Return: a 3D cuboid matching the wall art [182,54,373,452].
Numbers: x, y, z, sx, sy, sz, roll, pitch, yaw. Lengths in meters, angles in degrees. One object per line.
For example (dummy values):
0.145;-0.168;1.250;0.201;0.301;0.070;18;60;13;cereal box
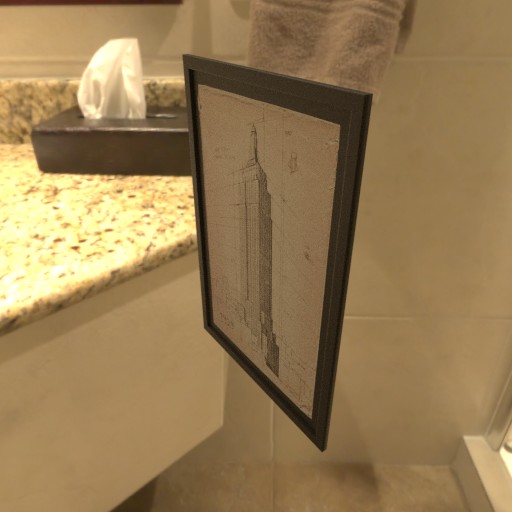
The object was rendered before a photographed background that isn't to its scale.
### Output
0.000;0.000;0.843;0.012;0.661;0.451;-21;37;-30;wall art
